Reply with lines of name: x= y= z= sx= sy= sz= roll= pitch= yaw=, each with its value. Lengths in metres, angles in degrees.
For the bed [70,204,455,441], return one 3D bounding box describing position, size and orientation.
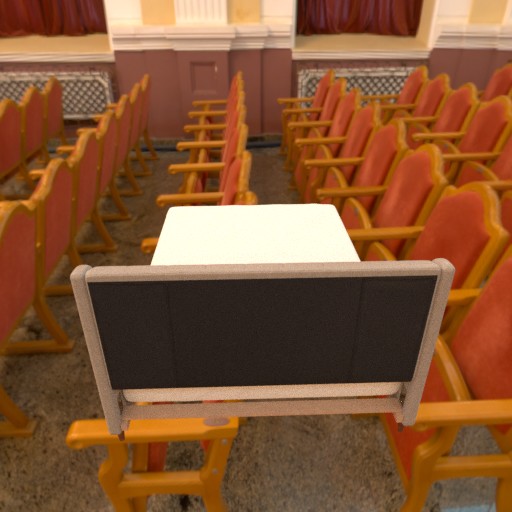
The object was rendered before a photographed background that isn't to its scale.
bed: x=0.000 y=0.000 z=3.118 sx=1.656 sy=1.147 sz=2.232 roll=-1 pitch=30 yaw=-2
